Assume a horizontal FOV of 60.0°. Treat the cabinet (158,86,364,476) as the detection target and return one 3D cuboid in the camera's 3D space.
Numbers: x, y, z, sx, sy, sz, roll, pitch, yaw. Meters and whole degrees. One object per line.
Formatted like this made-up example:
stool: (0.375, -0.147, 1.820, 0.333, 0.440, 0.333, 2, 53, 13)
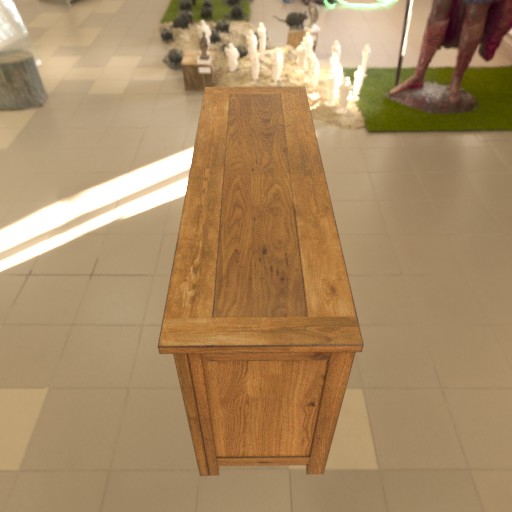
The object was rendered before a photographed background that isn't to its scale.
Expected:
cabinet: (0.000, 0.000, 1.831, 0.480, 0.813, 1.474, 0, 43, 0)
